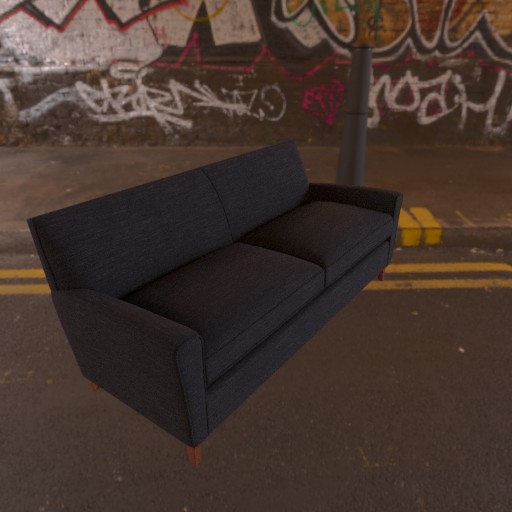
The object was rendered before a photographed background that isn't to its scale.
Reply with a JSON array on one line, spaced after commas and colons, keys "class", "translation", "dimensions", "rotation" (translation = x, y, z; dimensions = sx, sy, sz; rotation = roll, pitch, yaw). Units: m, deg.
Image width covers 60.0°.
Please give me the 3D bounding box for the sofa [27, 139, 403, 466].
[{"class": "sofa", "translation": [0.000, 0.000, 2.397], "dimensions": [0.875, 0.846, 1.976], "rotation": [18, 32, 33]}]
